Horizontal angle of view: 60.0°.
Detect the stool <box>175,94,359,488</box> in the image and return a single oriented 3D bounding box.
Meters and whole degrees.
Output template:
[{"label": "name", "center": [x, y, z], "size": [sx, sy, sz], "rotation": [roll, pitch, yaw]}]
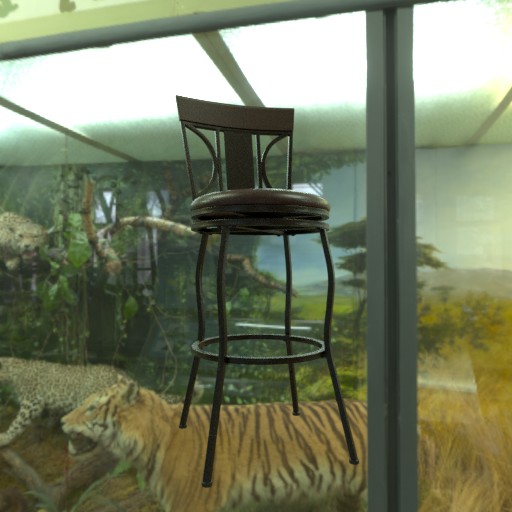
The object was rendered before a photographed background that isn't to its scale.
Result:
[{"label": "stool", "center": [0.000, 0.000, 1.385], "size": [0.448, 1.130, 0.513], "rotation": [0, -1, -18]}]
